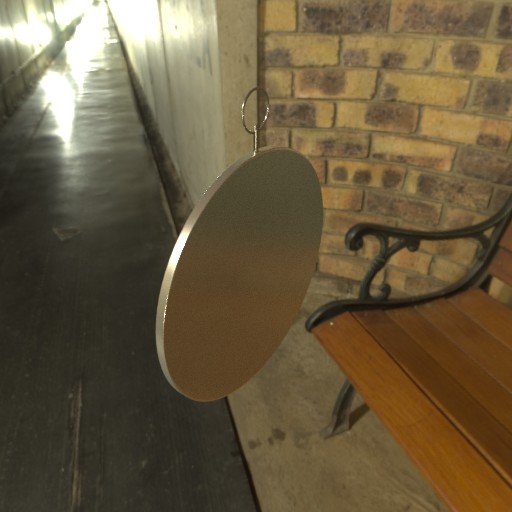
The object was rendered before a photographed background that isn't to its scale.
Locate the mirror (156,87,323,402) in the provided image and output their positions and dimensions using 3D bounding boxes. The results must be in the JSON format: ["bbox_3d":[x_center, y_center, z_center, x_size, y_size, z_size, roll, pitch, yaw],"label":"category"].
[{"bbox_3d":[0.000,0.000,0.981,0.020,0.713,0.594,21,38,30],"label":"mirror"}]
